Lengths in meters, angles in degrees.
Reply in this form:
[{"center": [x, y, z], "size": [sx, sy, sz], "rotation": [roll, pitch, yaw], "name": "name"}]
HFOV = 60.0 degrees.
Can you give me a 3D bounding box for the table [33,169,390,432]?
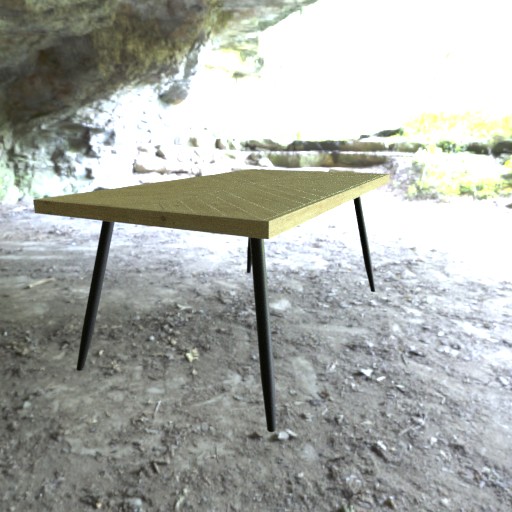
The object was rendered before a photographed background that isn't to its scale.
[{"center": [0.000, 0.000, 2.348], "size": [0.991, 0.762, 1.803], "rotation": [8, 17, 26], "name": "table"}]
